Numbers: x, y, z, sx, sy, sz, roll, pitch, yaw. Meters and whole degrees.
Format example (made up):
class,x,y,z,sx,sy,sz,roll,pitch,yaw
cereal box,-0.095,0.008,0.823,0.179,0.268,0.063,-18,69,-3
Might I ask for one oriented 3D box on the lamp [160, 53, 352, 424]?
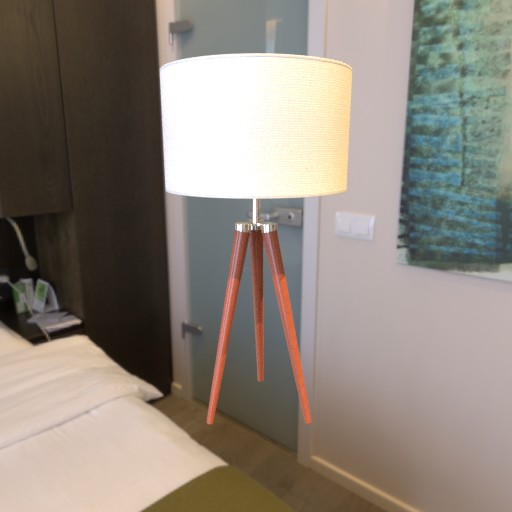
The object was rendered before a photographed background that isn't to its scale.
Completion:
class,x,y,z,sx,sy,sz,roll,pitch,yaw
lamp,0.000,0.000,0.918,0.355,0.709,0.354,3,14,11
